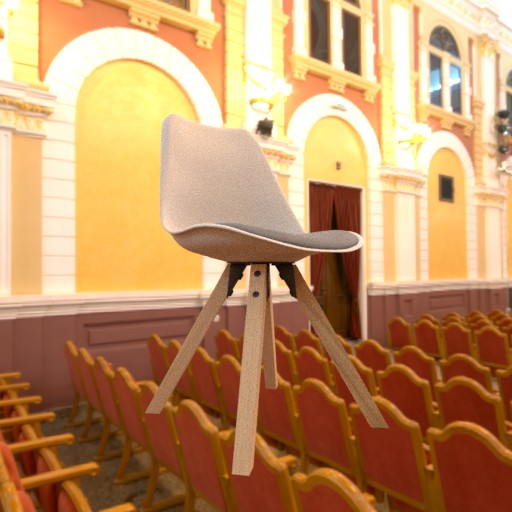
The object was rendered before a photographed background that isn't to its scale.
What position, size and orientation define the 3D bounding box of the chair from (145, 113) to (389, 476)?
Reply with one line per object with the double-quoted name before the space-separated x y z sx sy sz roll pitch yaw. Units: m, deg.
"chair" 0.000 0.000 1.177 0.485 0.850 0.550 1 -2 -36
